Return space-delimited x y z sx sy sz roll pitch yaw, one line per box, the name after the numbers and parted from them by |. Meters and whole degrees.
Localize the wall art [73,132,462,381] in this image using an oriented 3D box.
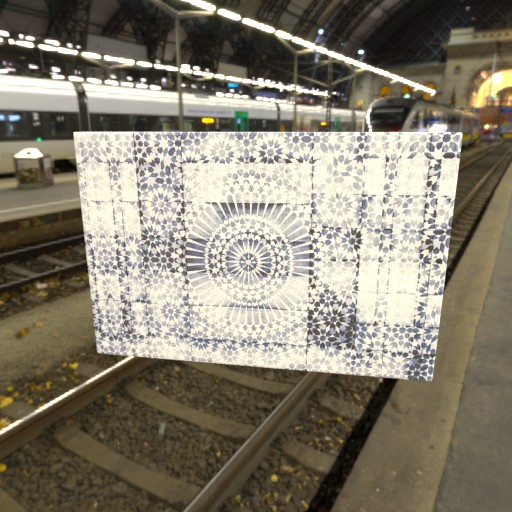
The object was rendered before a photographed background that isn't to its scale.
0.000 0.000 0.755 0.608 0.406 0.030 3 16 9 | wall art
